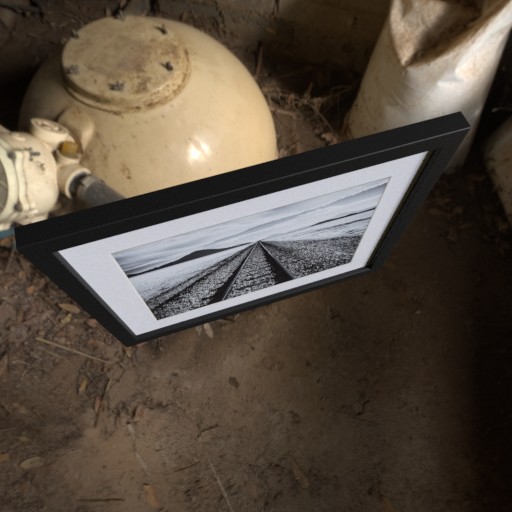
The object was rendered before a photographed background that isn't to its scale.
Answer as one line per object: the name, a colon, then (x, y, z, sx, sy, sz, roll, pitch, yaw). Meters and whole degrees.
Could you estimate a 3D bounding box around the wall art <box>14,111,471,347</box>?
wall art: (0.000, 0.000, 0.732, 0.559, 0.458, 0.029, -16, 66, -7)
